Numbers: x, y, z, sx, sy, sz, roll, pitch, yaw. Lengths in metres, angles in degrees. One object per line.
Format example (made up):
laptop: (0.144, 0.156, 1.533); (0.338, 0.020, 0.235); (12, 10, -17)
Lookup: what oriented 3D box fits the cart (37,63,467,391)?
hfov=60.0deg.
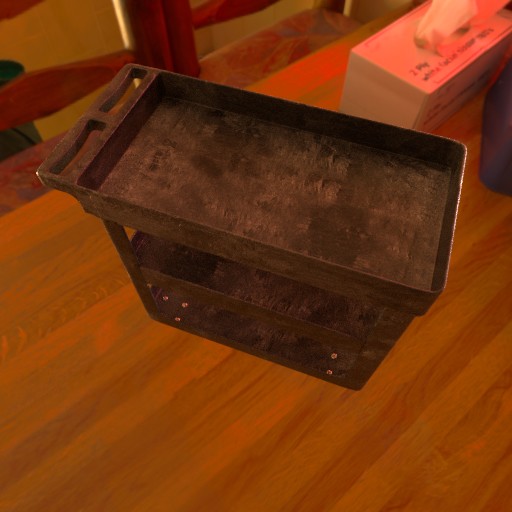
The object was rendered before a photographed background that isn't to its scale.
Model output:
cart: (0.000, 0.000, 1.330); (0.877, 0.824, 0.420); (17, 60, 10)
